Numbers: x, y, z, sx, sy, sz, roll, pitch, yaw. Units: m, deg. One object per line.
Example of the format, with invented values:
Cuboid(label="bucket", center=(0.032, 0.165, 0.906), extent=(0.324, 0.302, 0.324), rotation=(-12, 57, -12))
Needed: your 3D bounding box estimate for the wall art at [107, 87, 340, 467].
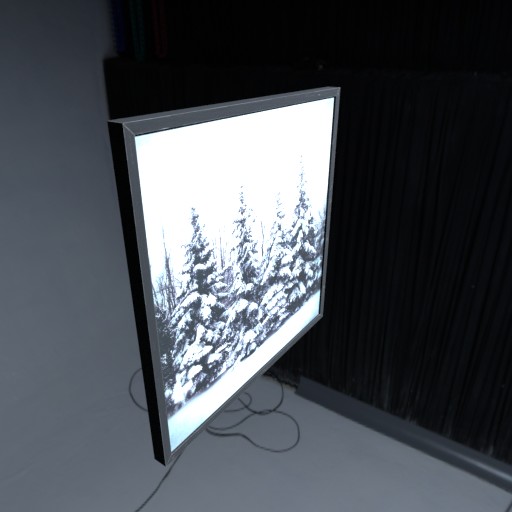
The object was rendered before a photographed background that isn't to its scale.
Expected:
Cuboid(label="wall art", center=(0.000, 0.000, 1.136), extent=(0.037, 0.761, 0.761), rotation=(17, 30, 32))
